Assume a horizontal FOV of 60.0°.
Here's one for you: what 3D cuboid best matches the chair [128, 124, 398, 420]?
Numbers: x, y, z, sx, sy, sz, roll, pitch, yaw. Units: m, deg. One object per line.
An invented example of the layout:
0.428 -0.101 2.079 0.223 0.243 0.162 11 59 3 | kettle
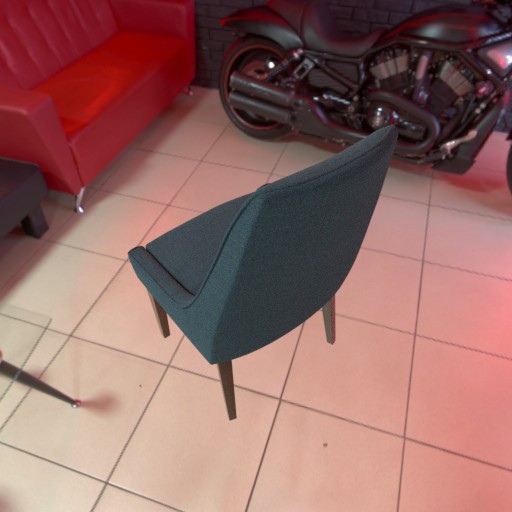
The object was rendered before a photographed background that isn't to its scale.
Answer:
0.000 0.000 1.212 0.529 0.861 0.544 -30 52 -26 | chair
